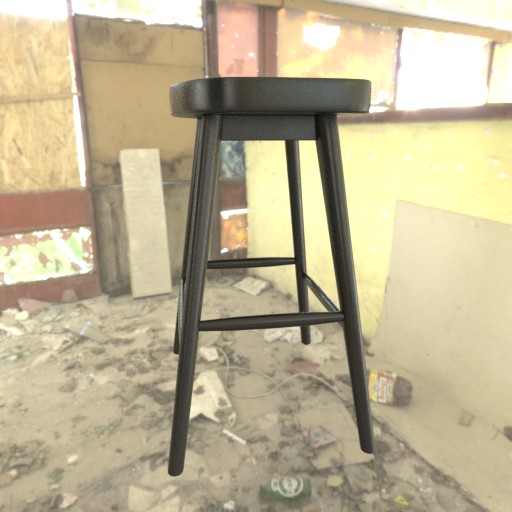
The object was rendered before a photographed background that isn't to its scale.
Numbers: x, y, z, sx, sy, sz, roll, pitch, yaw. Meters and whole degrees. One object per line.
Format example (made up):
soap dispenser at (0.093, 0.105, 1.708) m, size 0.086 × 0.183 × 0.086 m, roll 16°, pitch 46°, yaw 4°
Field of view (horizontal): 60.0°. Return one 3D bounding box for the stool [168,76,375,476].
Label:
stool at (0.000, 0.000, 0.871) m, size 0.361 × 0.615 × 0.440 m, roll -2°, pitch 16°, yaw -9°
